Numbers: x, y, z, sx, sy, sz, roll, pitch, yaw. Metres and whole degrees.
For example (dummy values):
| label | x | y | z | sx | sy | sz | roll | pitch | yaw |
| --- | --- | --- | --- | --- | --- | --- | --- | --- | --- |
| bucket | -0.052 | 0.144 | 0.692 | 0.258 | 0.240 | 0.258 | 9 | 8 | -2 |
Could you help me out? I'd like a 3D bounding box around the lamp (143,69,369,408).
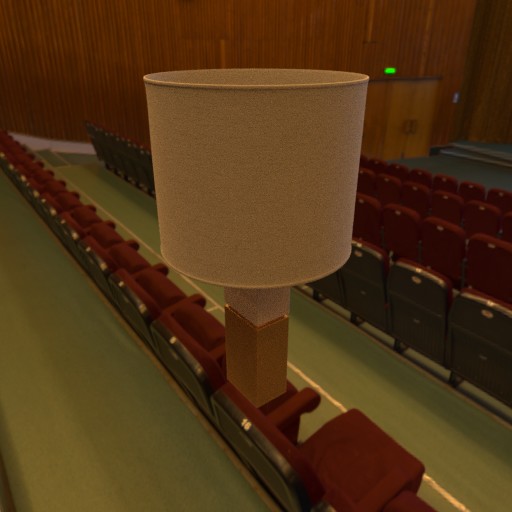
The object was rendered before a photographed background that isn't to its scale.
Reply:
| label | x | y | z | sx | sy | sz | roll | pitch | yaw |
| --- | --- | --- | --- | --- | --- | --- | --- | --- | --- |
| lamp | 0.000 | 0.000 | 0.551 | 0.229 | 0.417 | 0.229 | -18 | 31 | -32 |
